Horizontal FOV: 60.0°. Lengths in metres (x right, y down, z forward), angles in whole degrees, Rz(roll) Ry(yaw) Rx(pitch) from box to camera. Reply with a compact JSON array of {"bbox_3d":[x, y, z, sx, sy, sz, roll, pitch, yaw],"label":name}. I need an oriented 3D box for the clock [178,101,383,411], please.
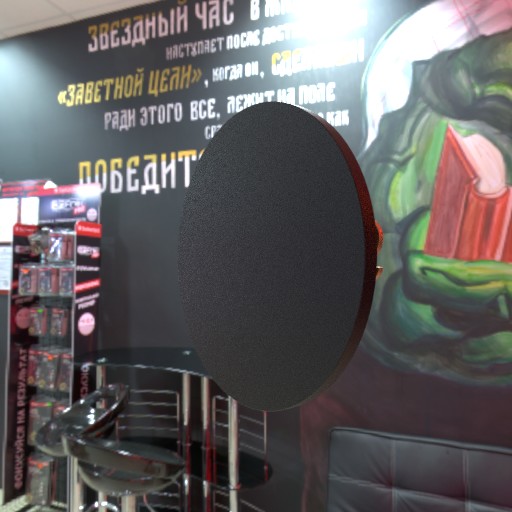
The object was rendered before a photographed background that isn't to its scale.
[{"bbox_3d":[0.000,0.000,0.684,0.038,0.454,0.454,1,-2,-37],"label":"clock"}]
